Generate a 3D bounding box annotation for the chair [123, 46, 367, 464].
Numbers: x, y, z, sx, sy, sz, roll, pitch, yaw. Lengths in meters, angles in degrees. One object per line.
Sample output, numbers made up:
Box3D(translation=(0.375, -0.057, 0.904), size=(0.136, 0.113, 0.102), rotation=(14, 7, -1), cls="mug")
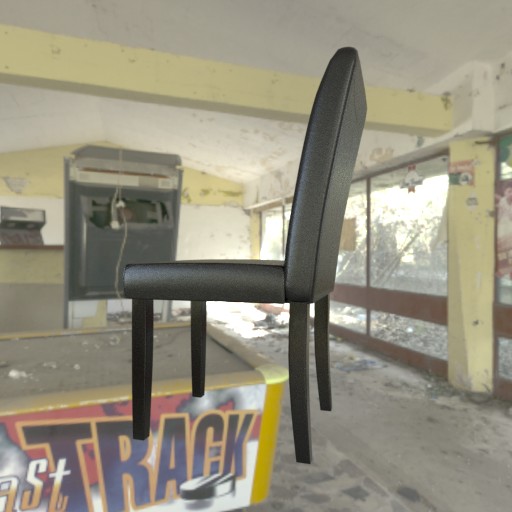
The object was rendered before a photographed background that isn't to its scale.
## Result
Box3D(translation=(0.000, 0.000, 1.179), size=(0.556, 0.897, 0.399), rotation=(0, 0, 17), cls="chair")
